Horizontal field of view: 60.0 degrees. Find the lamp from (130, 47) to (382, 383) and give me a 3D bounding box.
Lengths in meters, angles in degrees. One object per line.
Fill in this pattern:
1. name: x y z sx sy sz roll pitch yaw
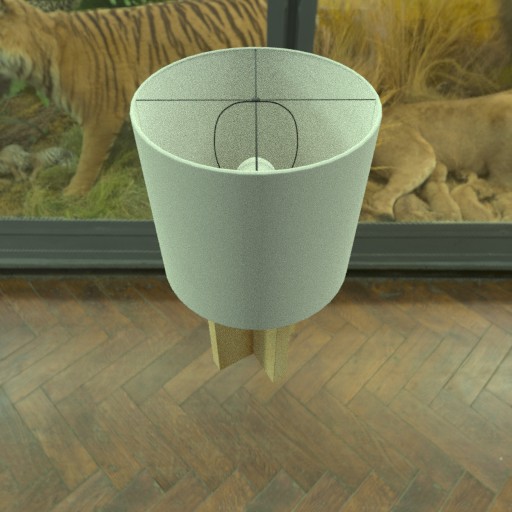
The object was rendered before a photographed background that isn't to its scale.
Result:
1. lamp: 0.000 0.000 0.564 0.229 0.428 0.229 -23 51 -20
